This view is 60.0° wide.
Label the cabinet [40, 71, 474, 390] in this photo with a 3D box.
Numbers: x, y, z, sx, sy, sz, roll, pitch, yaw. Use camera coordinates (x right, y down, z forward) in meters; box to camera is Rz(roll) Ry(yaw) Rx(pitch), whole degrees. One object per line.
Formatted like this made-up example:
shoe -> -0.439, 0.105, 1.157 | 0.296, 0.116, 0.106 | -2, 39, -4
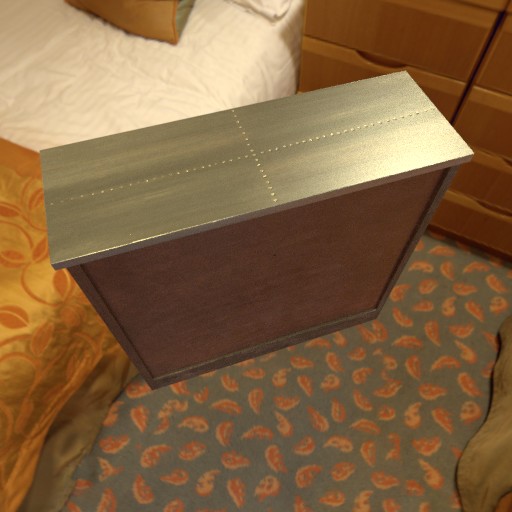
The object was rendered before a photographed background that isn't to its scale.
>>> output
cabinet -> 0.000, 0.000, 1.430 | 0.968, 0.919, 0.338 | -16, 59, -10
